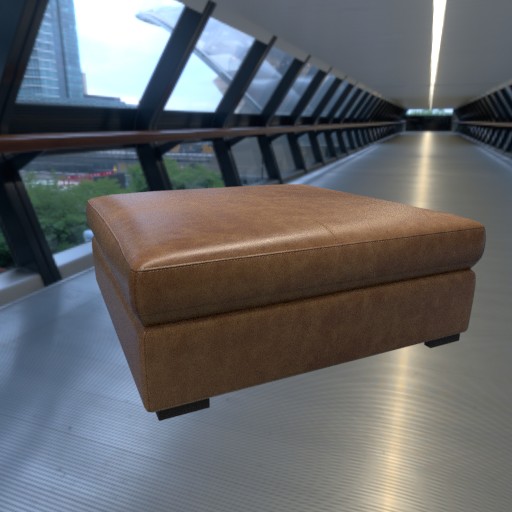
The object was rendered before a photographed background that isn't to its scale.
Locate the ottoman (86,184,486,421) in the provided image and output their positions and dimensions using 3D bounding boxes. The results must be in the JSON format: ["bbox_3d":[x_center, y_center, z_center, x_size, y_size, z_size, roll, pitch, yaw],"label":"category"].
[{"bbox_3d":[0.000,0.000,1.782,1.168,0.483,1.169,-7,17,-24],"label":"ottoman"}]
